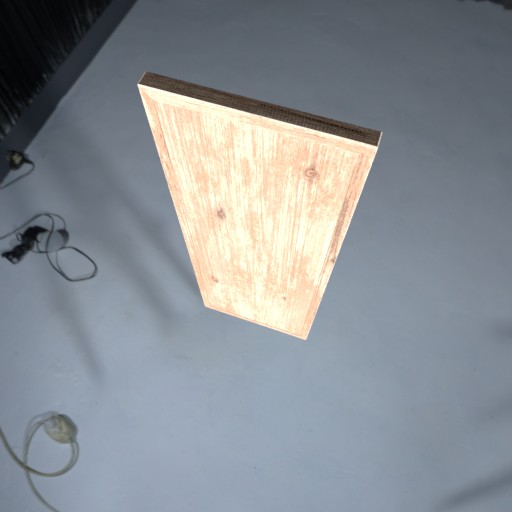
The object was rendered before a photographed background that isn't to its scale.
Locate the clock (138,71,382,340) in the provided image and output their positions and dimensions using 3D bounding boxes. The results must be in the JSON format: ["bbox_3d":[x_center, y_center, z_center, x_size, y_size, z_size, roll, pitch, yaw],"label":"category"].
[{"bbox_3d":[0.000,0.000,1.066,0.361,0.965,0.030,17,65,8],"label":"clock"}]
